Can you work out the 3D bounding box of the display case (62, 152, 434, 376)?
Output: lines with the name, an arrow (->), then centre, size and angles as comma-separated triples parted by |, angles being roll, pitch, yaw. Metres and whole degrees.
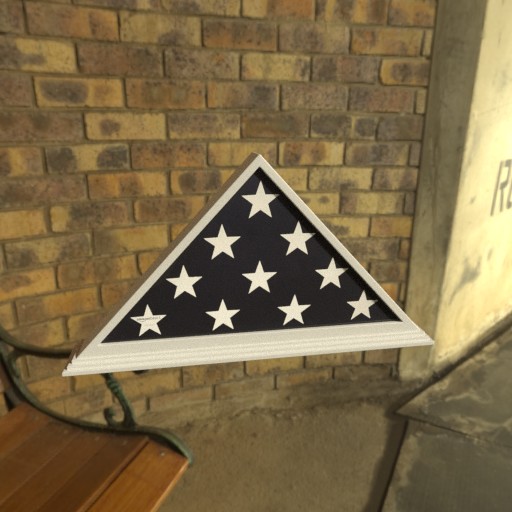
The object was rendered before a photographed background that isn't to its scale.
display case -> 0.000, 0.000, 0.750 | 0.640, 0.340, 0.095 | -3, 17, -9
